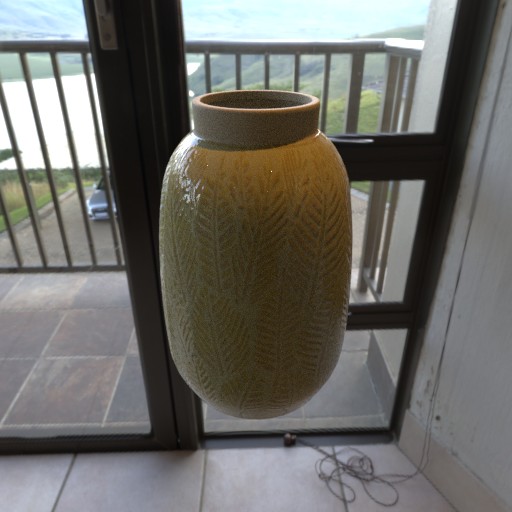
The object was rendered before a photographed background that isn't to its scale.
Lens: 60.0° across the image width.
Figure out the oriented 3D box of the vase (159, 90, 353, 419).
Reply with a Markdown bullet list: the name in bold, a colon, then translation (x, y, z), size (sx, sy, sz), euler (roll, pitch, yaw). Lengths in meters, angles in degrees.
- **vase**: translation (0.000, 0.000, 0.399), size (0.172, 0.270, 0.172), euler (0, 28, 0)
